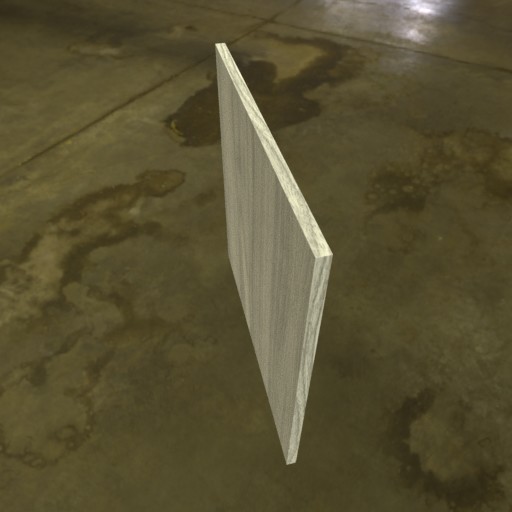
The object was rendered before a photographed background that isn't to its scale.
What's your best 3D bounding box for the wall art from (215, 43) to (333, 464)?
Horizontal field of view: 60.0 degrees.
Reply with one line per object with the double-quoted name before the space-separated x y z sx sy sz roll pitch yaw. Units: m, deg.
"wall art" 0.000 0.000 0.744 0.016 0.507 0.508 -10 47 -9
